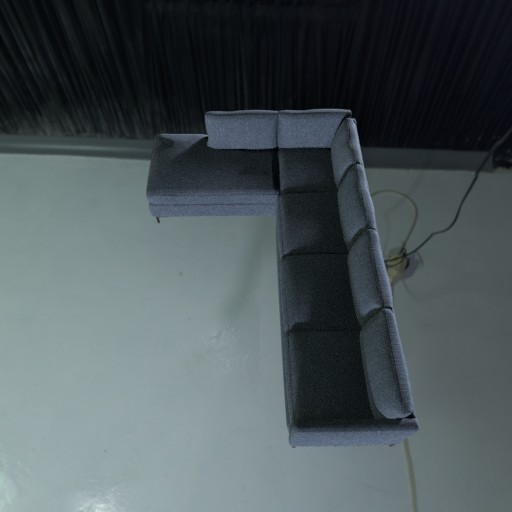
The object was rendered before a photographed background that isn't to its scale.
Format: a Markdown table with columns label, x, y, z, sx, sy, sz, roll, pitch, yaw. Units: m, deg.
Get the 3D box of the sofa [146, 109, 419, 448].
| label | x | y | z | sx | sy | sz | roll | pitch | yaw |
| --- | --- | --- | --- | --- | --- | --- | --- | --- | --- |
| sofa | 0.000 | 0.000 | 3.707 | 2.007 | 0.815 | 2.949 | -1 | 58 | -1 |
